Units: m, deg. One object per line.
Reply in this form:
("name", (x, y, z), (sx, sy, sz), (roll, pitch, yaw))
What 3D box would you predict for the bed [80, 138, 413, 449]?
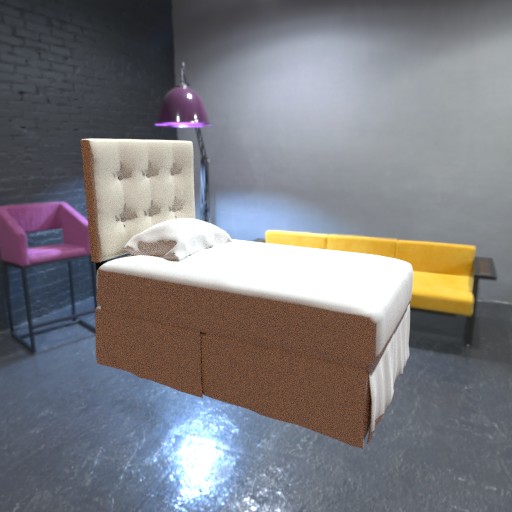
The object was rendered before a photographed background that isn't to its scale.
("bed", (0.000, 0.000, 3.063), (1.997, 1.571, 1.261), (7, 15, 27))
